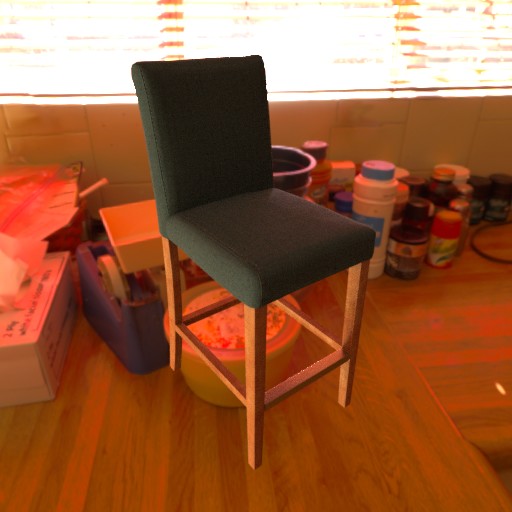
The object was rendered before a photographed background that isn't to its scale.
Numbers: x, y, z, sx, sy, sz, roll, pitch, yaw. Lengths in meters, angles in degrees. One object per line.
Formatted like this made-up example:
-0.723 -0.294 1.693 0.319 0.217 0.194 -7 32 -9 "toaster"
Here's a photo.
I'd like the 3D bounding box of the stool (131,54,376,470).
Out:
0.000 0.000 1.367 0.454 1.088 0.574 -20 35 -32 "stool"
